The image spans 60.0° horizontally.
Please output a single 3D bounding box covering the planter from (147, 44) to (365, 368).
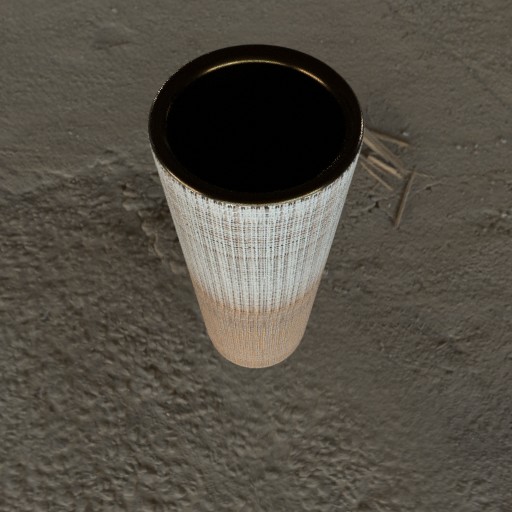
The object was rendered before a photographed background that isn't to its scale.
[{"bbox_3d":[0.000,0.000,0.323,0.099,0.278,0.099,-28,66,-14],"label":"planter"}]
